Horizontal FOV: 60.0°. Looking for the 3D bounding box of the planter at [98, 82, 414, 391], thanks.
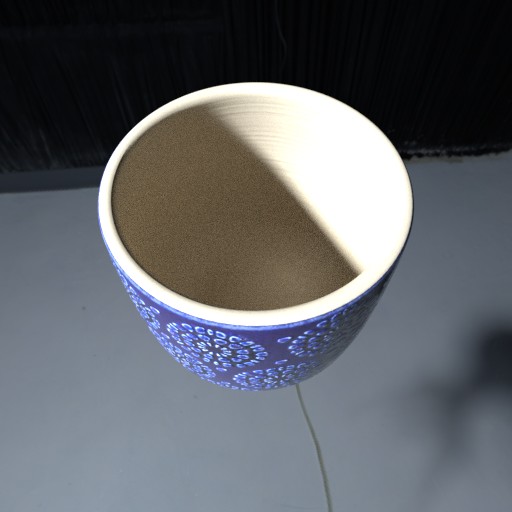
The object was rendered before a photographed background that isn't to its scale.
[{"bbox_3d":[0.000,0.000,0.294,0.165,0.149,0.165,0,58,0],"label":"planter"}]
